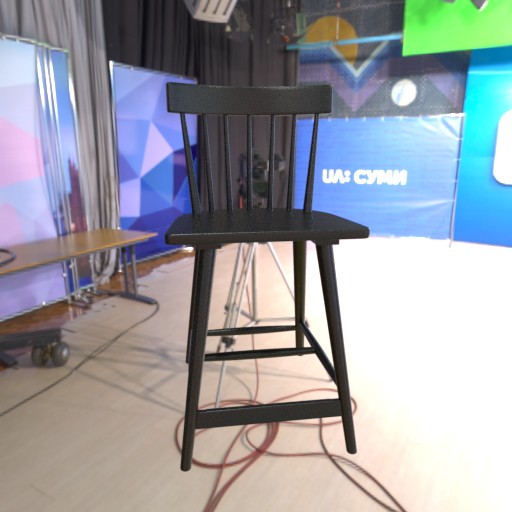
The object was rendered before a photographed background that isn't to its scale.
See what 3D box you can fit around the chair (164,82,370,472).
[{"bbox_3d":[0.000,0.000,1.282,0.483,0.952,0.572,-2,16,-8],"label":"chair"}]
